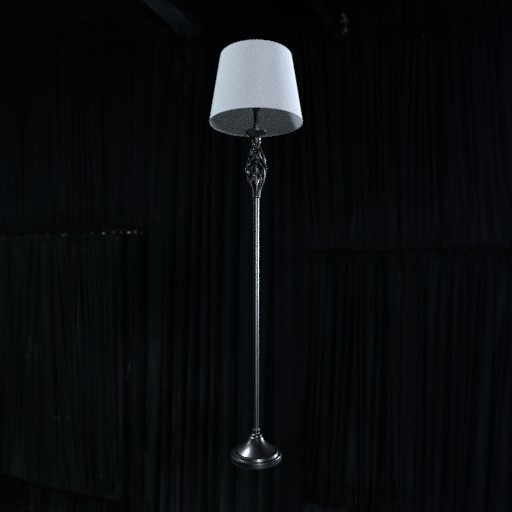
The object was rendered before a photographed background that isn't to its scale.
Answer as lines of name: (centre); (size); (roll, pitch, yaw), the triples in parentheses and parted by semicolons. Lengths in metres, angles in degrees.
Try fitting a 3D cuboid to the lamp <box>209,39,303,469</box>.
lamp: (0.000, 0.000, 1.796); (0.379, 1.623, 0.379); (0, -1, 0)
